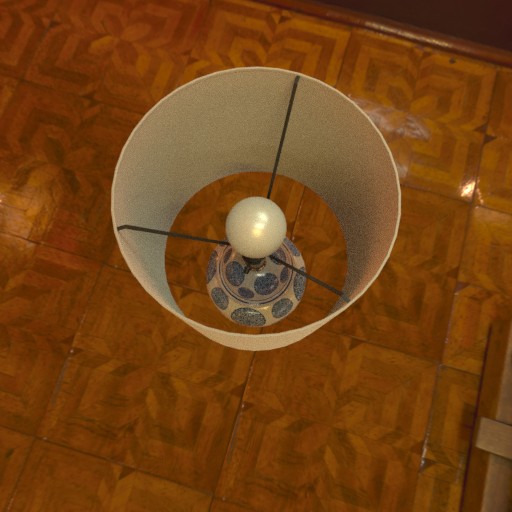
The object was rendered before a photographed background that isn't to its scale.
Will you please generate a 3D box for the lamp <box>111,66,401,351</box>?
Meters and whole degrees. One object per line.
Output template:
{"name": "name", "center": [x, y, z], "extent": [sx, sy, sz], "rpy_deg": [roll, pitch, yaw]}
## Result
{"name": "lamp", "center": [0.000, 0.000, 0.513], "extent": [0.215, 0.381, 0.215], "rpy_deg": [18, 76, 5]}
